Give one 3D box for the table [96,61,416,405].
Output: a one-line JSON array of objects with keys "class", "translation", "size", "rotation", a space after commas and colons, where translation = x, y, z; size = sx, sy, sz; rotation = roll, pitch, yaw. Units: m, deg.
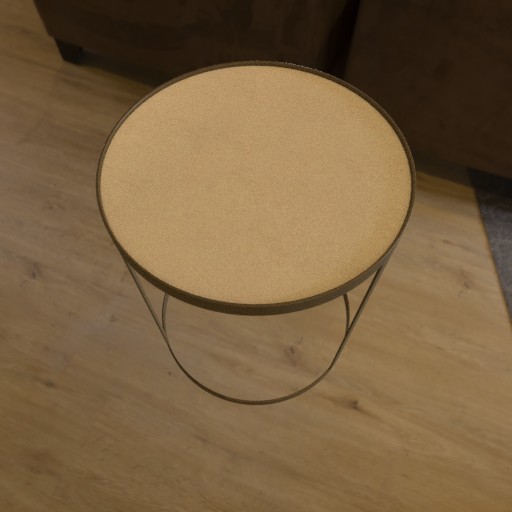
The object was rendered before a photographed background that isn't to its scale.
[{"class": "table", "translation": [0.000, 0.000, 0.917], "size": [0.480, 0.565, 0.480], "rotation": [0, 60, 0]}]
